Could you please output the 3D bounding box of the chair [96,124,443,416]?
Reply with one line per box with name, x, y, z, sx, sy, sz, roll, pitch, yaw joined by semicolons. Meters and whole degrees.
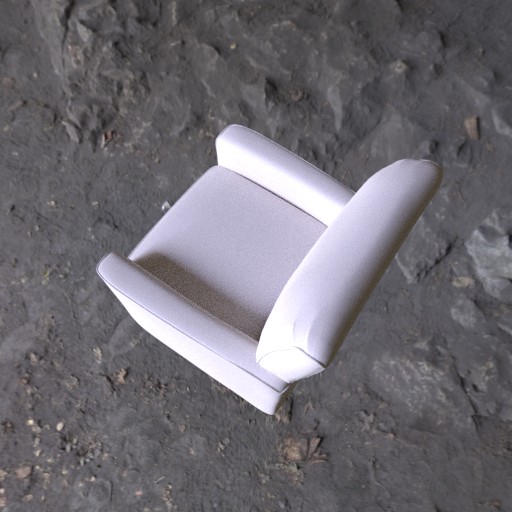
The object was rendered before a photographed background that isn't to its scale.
chair;0.000;0.000;1.644;0.858;1.028;0.841;32;67;15
